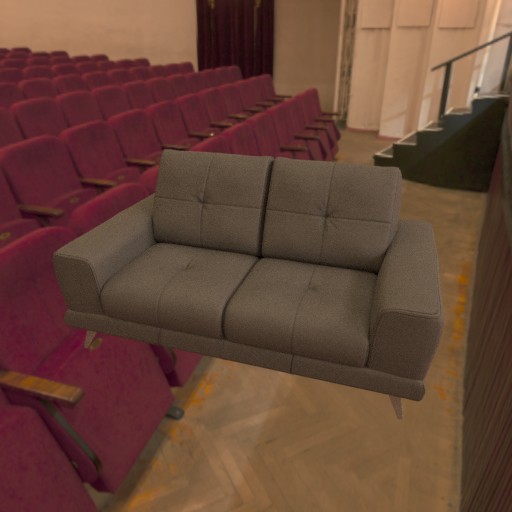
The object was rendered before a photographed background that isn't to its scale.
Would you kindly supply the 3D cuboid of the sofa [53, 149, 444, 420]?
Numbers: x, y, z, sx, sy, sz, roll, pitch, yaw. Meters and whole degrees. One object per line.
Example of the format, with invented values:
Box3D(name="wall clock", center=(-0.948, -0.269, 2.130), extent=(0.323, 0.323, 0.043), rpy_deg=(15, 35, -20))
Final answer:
Box3D(name="sofa", center=(0.000, 0.000, 2.333), extent=(1.806, 0.907, 1.018), rpy_deg=(8, 27, 16))
